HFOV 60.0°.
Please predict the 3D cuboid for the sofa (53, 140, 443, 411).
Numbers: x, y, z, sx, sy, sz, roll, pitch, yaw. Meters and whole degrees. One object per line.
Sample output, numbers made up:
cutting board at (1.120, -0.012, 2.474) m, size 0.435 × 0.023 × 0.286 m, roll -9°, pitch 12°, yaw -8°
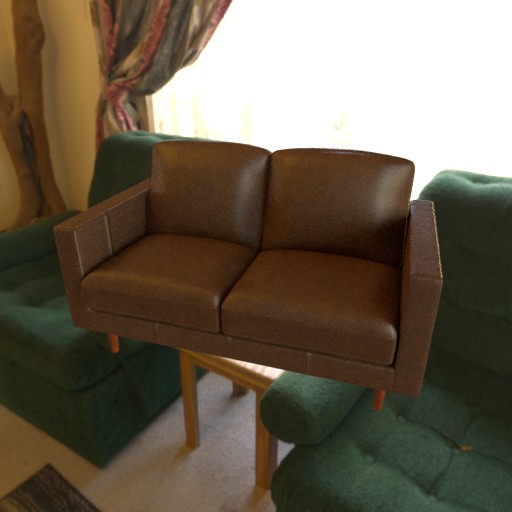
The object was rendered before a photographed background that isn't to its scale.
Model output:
sofa at (0.000, 0.000, 2.132) m, size 1.578 × 0.951 × 0.909 m, roll 8°, pitch 27°, yaw 16°
